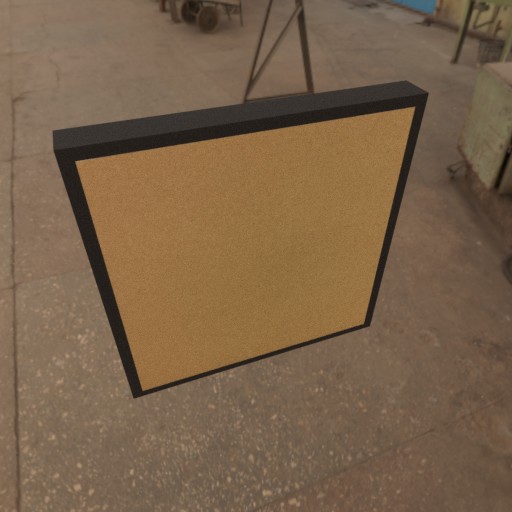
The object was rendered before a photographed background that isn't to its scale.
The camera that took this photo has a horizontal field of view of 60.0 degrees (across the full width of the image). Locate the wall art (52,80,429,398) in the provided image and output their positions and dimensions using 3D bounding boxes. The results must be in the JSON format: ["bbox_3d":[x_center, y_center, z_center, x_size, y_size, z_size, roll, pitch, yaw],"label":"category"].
[{"bbox_3d":[0.000,0.000,0.451,0.305,0.304,0.033,-13,42,-15],"label":"wall art"}]
